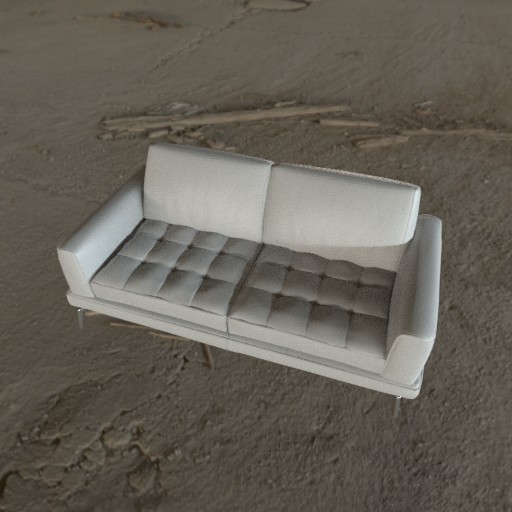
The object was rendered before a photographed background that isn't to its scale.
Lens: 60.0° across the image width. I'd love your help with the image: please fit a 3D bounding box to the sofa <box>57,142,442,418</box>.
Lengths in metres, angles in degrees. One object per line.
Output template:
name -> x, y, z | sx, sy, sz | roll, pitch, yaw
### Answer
sofa -> 0.000, 0.000, 2.767 | 2.177, 0.930, 1.121 | 13, 42, 14
